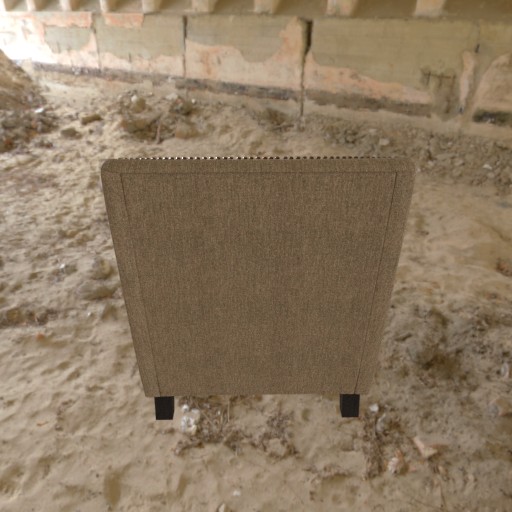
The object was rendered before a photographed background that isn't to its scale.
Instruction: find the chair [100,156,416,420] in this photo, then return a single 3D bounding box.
[{"bbox_3d":[0.000,0.000,1.649,0.776,0.967,0.884,0,29,-1],"label":"chair"}]
